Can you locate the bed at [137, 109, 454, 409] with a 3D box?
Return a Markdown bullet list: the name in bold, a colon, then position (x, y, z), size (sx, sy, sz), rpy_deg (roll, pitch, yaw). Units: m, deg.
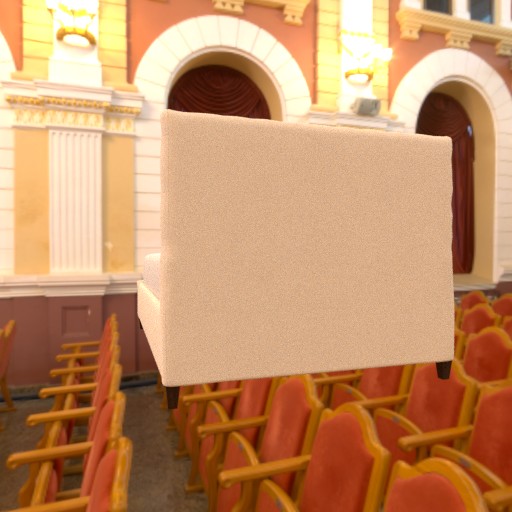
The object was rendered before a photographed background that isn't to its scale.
- **bed**: position (0.000, 0.000, 3.453), size (1.698, 1.427, 2.387), rpy_deg (0, 1, -18)
